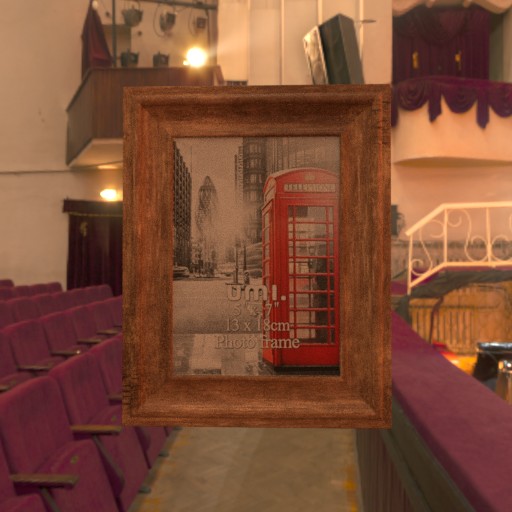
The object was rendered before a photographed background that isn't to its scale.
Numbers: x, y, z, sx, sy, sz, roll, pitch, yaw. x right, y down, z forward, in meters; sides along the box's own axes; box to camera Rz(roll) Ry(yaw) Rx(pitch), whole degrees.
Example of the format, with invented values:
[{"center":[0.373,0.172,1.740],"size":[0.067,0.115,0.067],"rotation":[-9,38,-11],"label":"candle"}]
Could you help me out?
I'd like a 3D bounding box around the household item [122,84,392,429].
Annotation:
[{"center":[0.000,0.000,0.314],"size":[0.186,0.237,0.018],"rotation":[0,0,2],"label":"household item"}]
